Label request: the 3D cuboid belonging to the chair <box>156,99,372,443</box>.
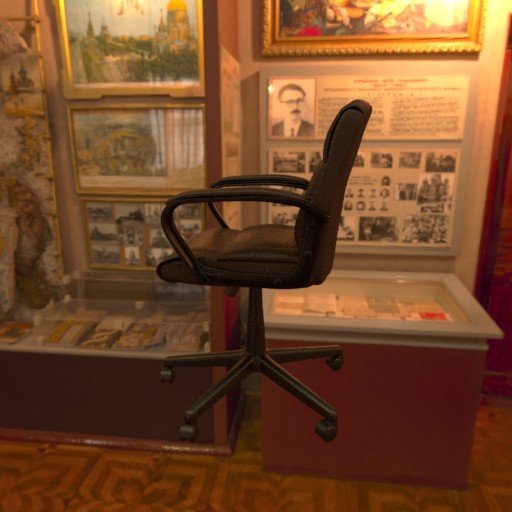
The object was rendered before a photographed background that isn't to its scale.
[{"bbox_3d":[0.000,0.000,1.529,0.717,1.004,0.739,2,15,9],"label":"chair"}]
